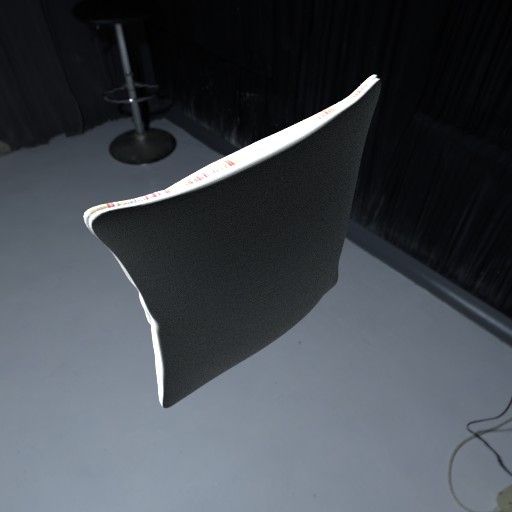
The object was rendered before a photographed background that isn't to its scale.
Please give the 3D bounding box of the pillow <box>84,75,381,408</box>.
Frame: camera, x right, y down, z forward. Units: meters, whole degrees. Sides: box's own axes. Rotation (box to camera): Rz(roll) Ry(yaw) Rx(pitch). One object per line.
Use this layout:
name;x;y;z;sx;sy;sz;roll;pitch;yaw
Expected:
pillow;0.000;0.000;0.694;0.451;0.449;0.191;-32;55;-26
